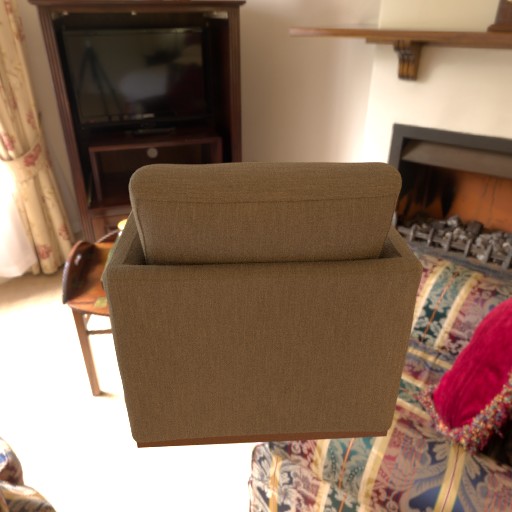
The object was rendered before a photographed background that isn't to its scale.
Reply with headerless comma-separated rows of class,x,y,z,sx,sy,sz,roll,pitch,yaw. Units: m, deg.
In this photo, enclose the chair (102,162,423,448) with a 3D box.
chair,0.000,0.000,1.453,0.763,0.811,0.834,-2,29,-3
